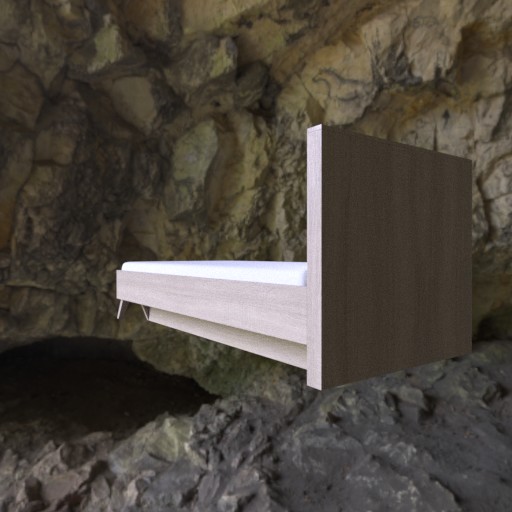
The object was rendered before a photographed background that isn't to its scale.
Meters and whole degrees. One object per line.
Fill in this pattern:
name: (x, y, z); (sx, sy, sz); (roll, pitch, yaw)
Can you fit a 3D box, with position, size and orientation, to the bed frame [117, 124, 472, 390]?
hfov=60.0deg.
bed frame: (0.000, 0.000, 2.686); (0.990, 0.920, 2.140); (0, 0, -36)
